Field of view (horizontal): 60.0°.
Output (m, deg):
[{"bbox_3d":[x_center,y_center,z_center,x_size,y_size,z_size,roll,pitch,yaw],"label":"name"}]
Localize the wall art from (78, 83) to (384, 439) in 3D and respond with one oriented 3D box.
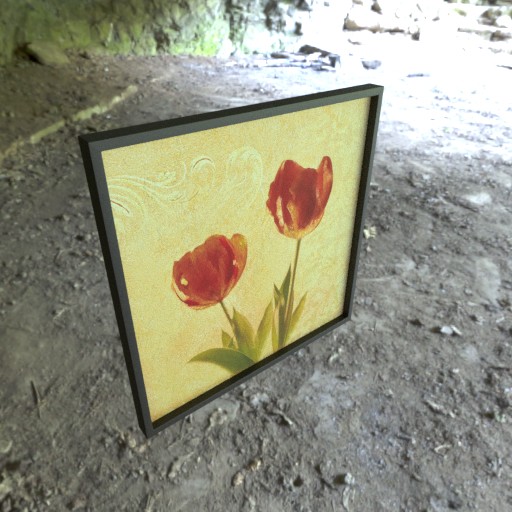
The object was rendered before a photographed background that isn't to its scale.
[{"bbox_3d":[0.000,0.000,0.527,0.349,0.349,0.038,-22,38,-32],"label":"wall art"}]
